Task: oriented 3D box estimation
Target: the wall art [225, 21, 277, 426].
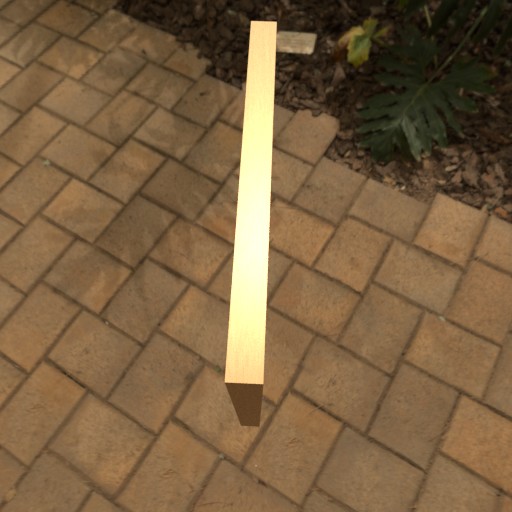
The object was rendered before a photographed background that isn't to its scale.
[{"bbox_3d":[0.000,0.000,0.762,0.037,0.509,0.510,2,65,1],"label":"wall art"}]
